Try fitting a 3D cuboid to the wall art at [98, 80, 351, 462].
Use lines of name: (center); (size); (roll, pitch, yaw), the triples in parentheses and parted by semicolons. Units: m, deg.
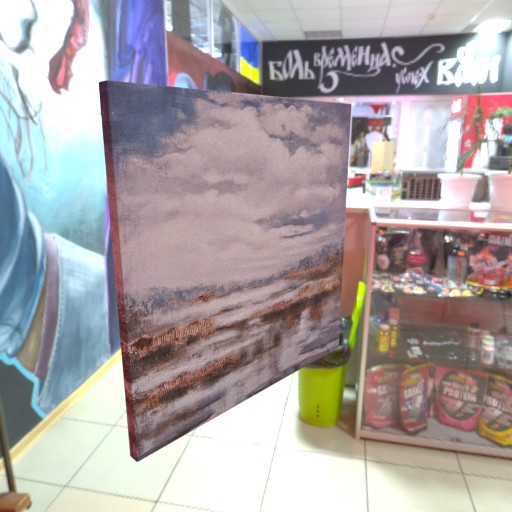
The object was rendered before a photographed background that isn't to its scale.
wall art: (0.000, 0.000, 1.492); (0.040, 1.020, 1.010); (14, 20, 43)
